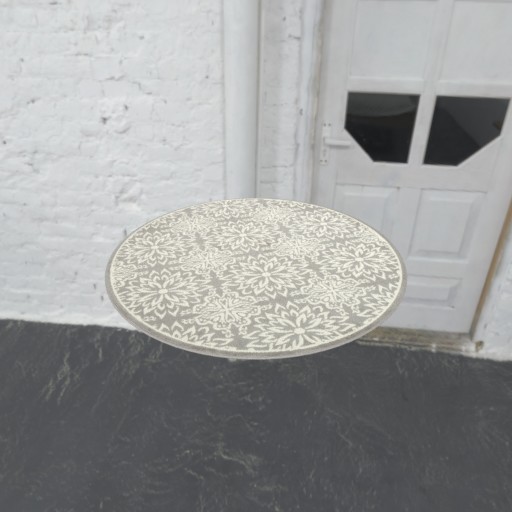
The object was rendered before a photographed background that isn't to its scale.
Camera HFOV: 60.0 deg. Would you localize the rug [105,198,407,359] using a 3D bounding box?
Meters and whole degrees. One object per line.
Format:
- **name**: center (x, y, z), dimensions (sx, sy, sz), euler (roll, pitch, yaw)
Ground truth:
- **rug**: center (0.000, 0.000, 2.431), dimensions (1.593, 0.012, 1.593), euler (0, 31, 0)
